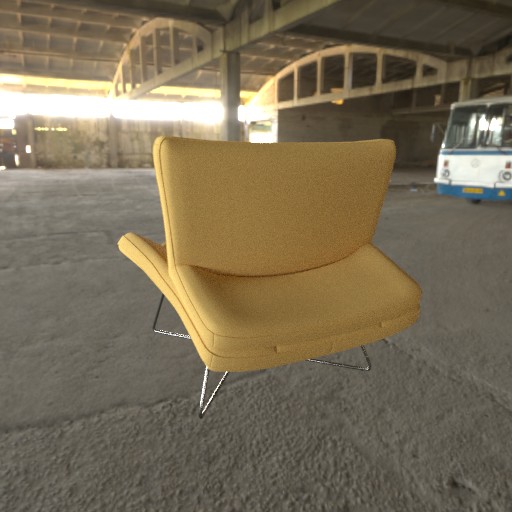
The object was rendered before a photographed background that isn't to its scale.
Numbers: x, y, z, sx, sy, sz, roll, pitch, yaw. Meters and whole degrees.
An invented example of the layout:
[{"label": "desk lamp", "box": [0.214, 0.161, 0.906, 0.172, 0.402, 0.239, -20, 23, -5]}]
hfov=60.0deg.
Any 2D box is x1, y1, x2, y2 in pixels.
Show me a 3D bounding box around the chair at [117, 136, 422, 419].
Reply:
[{"label": "chair", "box": [0.000, 0.000, 1.675, 0.859, 0.855, 1.008, -7, 15, -26]}]
